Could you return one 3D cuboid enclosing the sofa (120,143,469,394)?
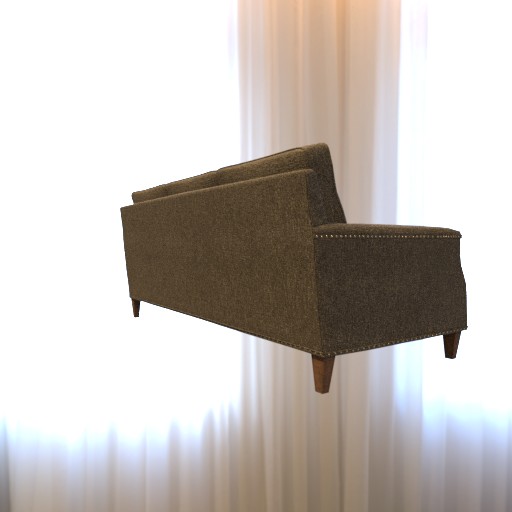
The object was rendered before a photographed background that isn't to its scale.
[{"bbox_3d":[0.000,0.000,2.824,1.084,1.003,2.246,-1,2,-35],"label":"sofa"}]
